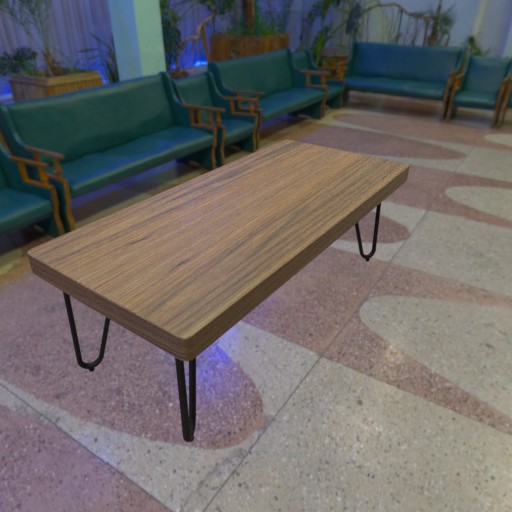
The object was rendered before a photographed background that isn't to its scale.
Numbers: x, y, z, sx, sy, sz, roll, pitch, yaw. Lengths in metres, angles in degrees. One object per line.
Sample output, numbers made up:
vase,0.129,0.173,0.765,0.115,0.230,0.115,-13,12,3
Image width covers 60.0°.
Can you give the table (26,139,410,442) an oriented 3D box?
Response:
table,0.000,0.000,1.692,0.637,0.468,1.375,21,37,30
